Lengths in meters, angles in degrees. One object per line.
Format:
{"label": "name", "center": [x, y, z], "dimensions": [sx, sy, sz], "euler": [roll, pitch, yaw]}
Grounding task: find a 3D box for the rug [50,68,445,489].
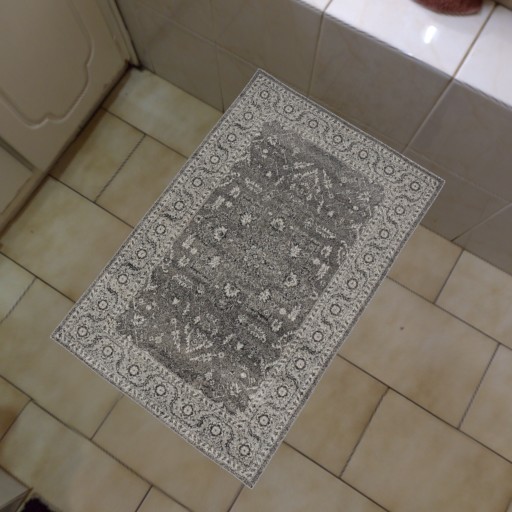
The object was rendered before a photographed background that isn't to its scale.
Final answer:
{"label": "rug", "center": [0.000, 0.000, 2.264], "dimensions": [1.209, 0.019, 1.828], "euler": [34, 79, 8]}
